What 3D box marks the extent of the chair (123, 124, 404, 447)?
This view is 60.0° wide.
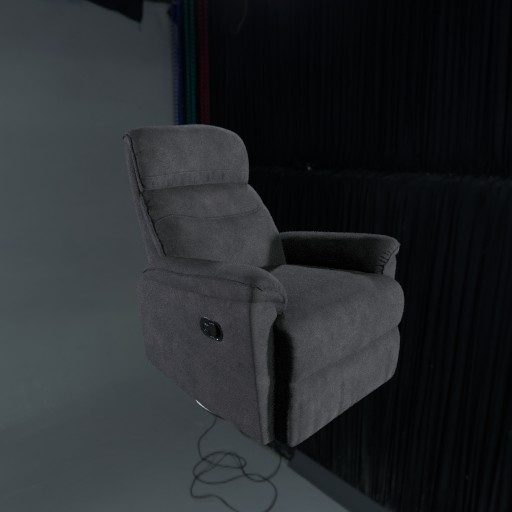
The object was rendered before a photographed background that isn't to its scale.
[{"bbox_3d":[0.000,0.000,1.761,1.009,1.035,0.830,13,19,43],"label":"chair"}]
